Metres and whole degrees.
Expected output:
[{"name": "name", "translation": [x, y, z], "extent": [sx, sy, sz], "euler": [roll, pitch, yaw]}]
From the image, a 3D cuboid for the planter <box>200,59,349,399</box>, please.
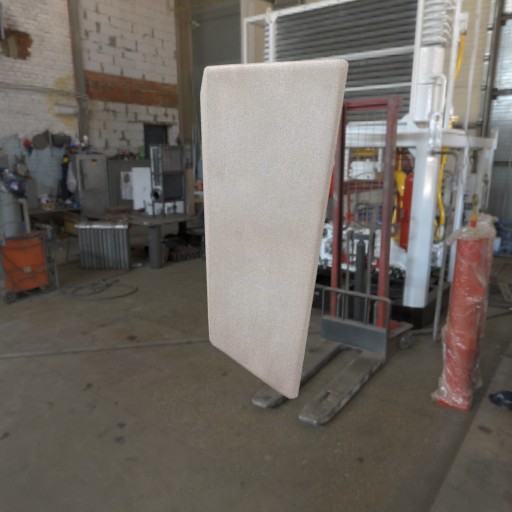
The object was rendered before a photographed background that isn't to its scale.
[{"name": "planter", "translation": [0.000, 0.000, 0.271], "extent": [0.060, 0.197, 0.150], "euler": [-2, 13, -8]}]
